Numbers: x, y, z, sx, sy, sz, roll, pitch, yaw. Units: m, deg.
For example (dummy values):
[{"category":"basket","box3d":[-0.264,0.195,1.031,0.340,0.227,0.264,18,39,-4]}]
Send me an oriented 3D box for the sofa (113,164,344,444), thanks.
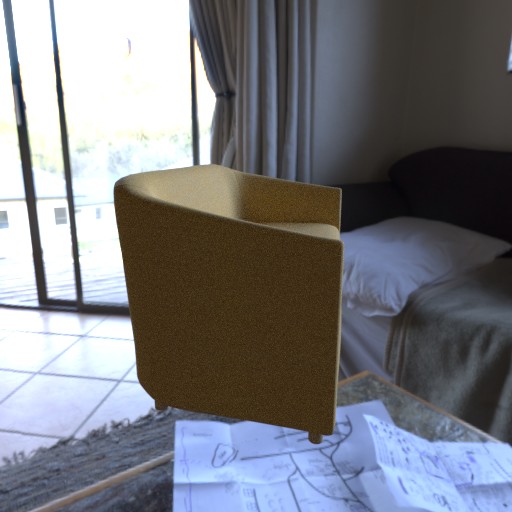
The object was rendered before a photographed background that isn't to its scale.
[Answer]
[{"category":"sofa","box3d":[0.000,0.000,1.851,0.705,0.721,1.452,2,14,10]}]
